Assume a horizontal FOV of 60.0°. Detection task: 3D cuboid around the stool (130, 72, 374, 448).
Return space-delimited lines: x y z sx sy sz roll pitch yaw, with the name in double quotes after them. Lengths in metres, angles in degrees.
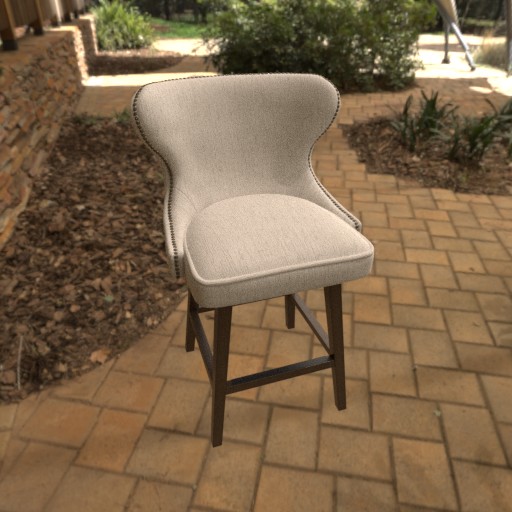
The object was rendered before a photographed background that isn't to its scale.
0.000 0.000 1.366 0.615 0.972 0.597 -10 33 -16 "stool"
